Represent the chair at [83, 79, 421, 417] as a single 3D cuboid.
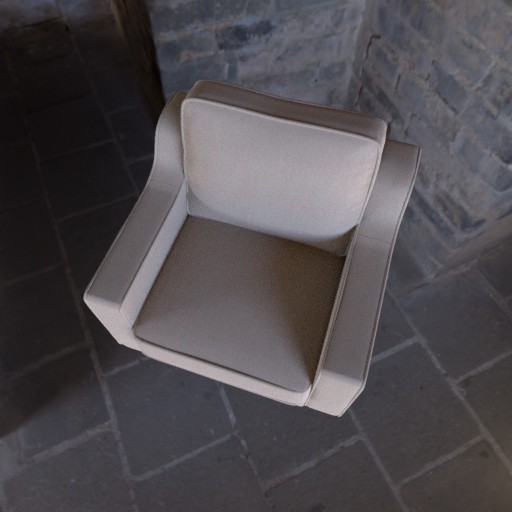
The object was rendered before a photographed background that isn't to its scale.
[{"bbox_3d":[0.000,0.000,1.649,0.922,0.948,0.882,16,61,9],"label":"chair"}]
